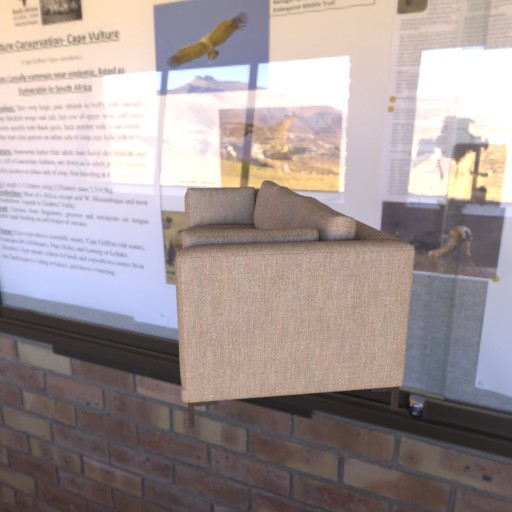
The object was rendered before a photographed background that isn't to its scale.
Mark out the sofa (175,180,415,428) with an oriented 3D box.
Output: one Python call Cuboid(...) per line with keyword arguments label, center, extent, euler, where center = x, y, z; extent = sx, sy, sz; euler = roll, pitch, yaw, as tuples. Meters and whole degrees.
Cuboid(label="sofa", center=(0.000, 0.000, 2.958), extent=(0.969, 0.867, 2.415), euler=(-2, 14, -8))
